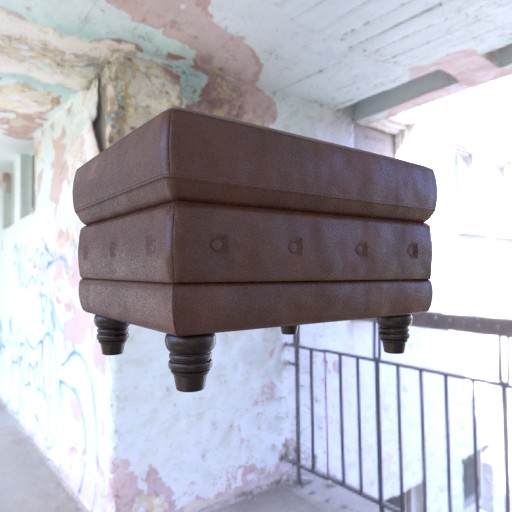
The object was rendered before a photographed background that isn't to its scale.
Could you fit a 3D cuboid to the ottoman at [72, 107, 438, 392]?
[{"bbox_3d":[0.000,0.000,1.173,0.795,0.509,0.588,1,-2,-37],"label":"ottoman"}]
